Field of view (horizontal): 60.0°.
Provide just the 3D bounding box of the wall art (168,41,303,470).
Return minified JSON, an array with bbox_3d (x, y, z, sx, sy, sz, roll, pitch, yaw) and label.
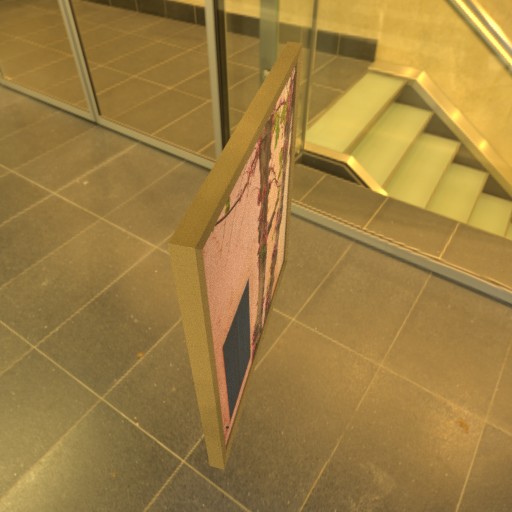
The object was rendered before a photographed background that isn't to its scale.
[{"bbox_3d":[0.000,0.000,1.104,0.038,0.762,0.762,10,46,10],"label":"wall art"}]
